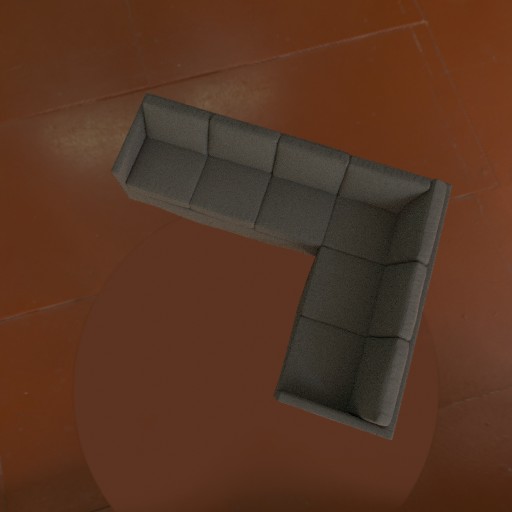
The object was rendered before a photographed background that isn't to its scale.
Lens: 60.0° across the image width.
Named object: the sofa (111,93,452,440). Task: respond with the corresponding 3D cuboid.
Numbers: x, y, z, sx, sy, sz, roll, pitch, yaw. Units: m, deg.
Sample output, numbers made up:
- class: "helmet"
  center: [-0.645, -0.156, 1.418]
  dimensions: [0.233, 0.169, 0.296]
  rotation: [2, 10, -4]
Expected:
- class: "sofa"
  center: [0.000, 0.000, 4.319]
  dimensions: [3.182, 0.871, 2.432]
  rotation: [18, 76, 5]
